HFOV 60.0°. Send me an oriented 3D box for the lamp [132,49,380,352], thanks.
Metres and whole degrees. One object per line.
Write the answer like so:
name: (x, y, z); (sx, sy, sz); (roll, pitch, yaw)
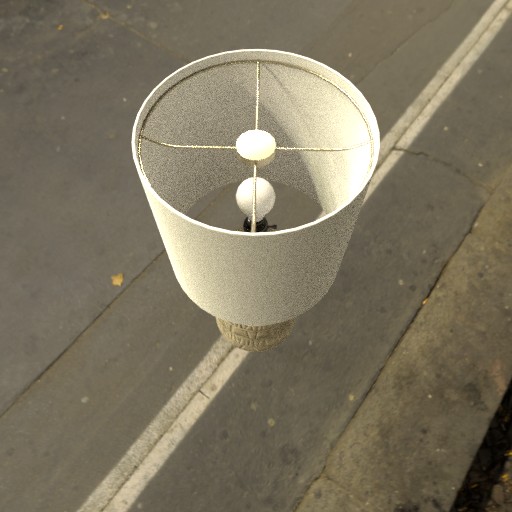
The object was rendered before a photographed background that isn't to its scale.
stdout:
lamp: (0.000, 0.000, 0.579); (0.211, 0.455, 0.211); (14, 62, 7)
